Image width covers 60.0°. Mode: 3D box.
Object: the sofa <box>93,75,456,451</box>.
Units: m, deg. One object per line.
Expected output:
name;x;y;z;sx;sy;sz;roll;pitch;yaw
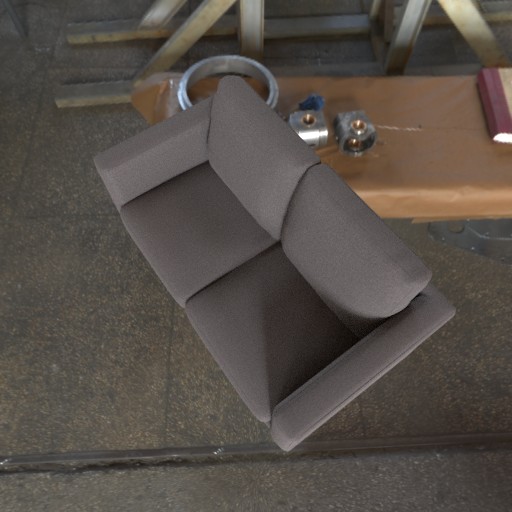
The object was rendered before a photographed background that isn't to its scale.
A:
sofa;0.000;0.000;1.972;0.796;0.908;1.430;-33;68;-15
